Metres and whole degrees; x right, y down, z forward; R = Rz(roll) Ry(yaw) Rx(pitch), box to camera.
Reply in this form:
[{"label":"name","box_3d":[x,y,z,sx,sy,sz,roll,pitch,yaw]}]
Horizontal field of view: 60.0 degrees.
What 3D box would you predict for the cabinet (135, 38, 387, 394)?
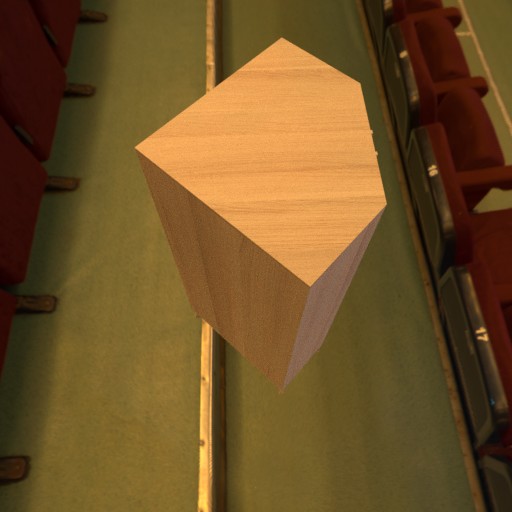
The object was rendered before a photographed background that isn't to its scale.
[{"label":"cabinet","box_3d":[0.000,0.000,2.644,0.969,1.957,1.272,-2,62,-1]}]
